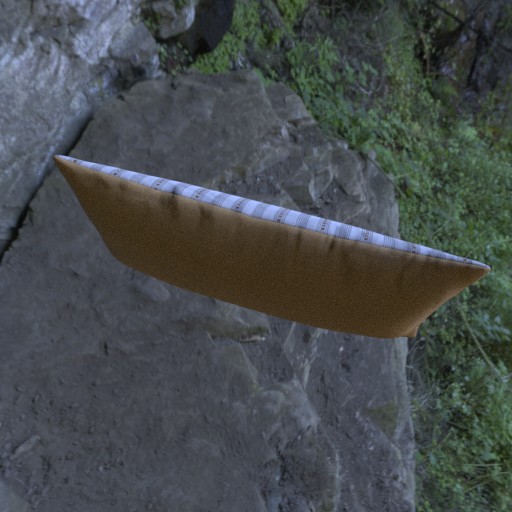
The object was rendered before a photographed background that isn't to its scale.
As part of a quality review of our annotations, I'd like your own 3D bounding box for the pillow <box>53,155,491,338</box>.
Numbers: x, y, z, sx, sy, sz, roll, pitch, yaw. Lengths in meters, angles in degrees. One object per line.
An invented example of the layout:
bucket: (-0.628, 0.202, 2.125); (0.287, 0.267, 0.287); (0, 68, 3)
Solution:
pillow: (0.000, 0.000, 0.717); (0.608, 0.291, 0.151); (15, 63, 8)
